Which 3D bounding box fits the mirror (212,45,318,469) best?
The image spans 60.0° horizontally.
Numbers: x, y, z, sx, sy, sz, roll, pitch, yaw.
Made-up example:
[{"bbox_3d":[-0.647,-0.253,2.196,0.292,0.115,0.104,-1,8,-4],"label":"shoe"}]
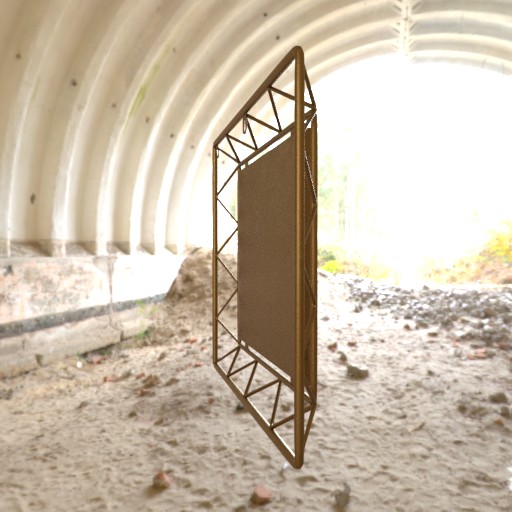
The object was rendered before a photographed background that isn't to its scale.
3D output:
[{"bbox_3d":[0.000,0.000,0.627,0.046,0.414,0.416,0,1,-17],"label":"mirror"}]
